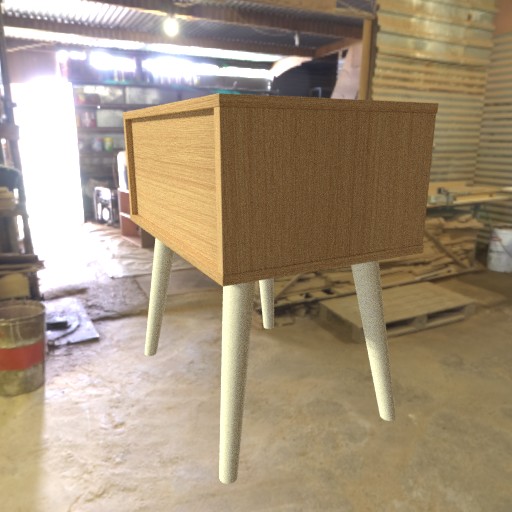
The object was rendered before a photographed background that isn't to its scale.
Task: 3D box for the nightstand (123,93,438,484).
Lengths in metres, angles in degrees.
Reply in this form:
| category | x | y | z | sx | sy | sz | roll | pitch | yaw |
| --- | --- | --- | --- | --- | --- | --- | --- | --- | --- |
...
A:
| category | x | y | z | sx | sy | sz | roll | pitch | yaw |
| --- | --- | --- | --- | --- | --- | --- | --- | --- | --- |
| nightstand | 0.000 | 0.000 | 0.966 | 0.407 | 0.610 | 0.571 | -8 | 17 | -27 |
